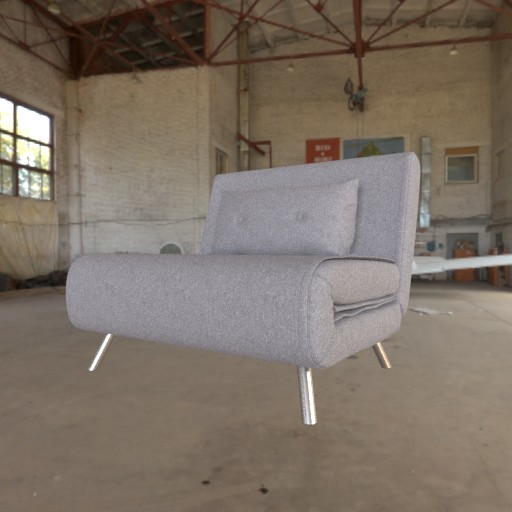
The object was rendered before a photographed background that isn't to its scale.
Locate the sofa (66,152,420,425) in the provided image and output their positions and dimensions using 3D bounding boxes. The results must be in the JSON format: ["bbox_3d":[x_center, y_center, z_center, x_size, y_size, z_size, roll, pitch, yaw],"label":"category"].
[{"bbox_3d":[0.000,0.000,1.709,1.020,0.825,1.000,1,1,34],"label":"sofa"}]
